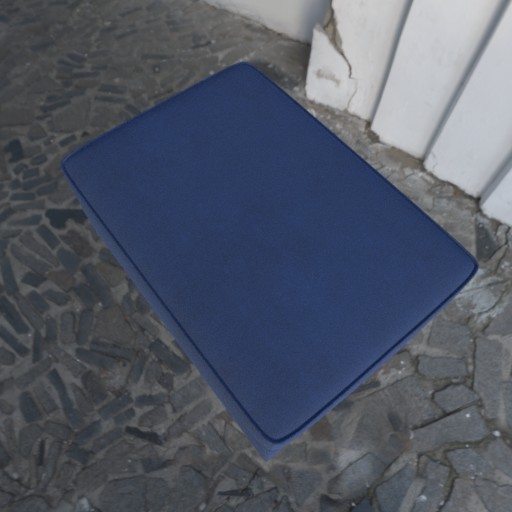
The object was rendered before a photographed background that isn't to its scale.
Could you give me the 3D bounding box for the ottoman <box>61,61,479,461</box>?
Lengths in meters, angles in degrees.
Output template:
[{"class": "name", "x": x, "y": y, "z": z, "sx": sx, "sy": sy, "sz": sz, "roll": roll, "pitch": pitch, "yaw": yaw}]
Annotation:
[{"class": "ottoman", "x": 0.000, "y": 0.000, "z": 1.374, "sx": 0.686, "sy": 0.584, "sz": 0.965, "roll": -35, "pitch": 68, "yaw": -17}]
